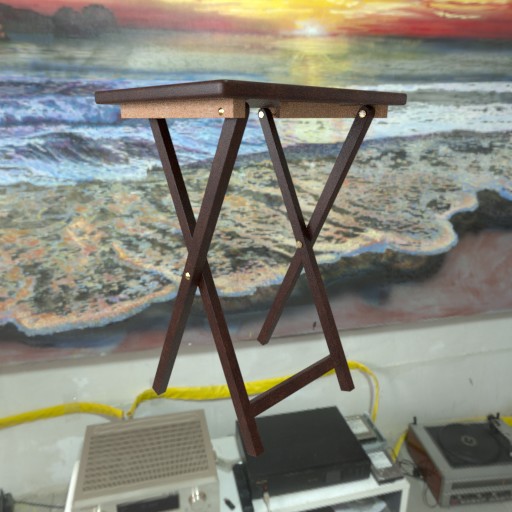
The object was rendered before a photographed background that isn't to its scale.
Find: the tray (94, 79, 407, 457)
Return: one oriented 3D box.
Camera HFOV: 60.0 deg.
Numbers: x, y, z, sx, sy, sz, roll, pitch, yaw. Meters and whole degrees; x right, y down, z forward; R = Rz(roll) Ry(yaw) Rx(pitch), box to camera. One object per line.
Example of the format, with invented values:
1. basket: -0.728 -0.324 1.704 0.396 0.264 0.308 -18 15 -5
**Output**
1. tray: 0.000 0.000 0.953 0.483 0.660 0.381 -16 23 -42
